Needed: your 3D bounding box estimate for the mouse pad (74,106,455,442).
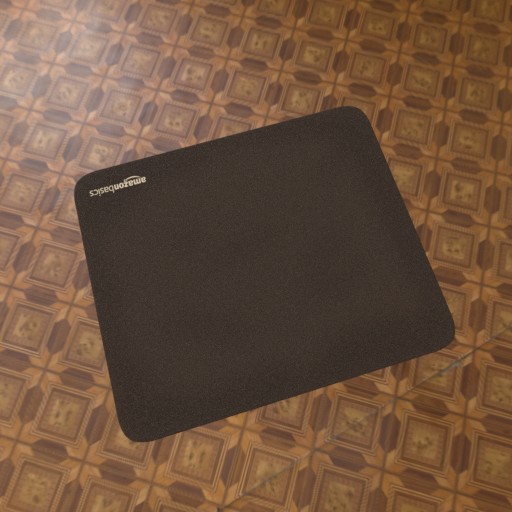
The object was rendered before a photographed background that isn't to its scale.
[{"bbox_3d":[0.000,0.000,0.338,0.249,0.002,0.211,-16,74,-5],"label":"mouse pad"}]
